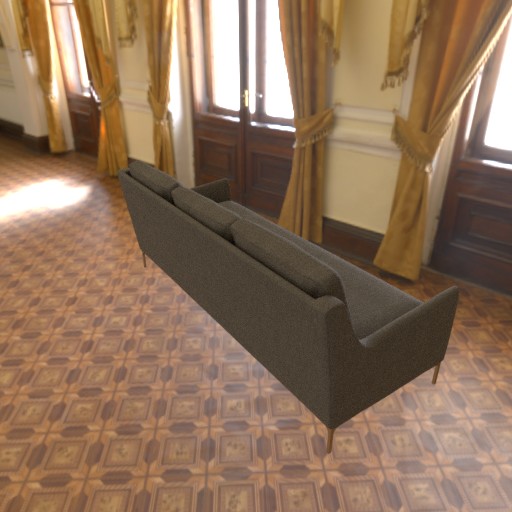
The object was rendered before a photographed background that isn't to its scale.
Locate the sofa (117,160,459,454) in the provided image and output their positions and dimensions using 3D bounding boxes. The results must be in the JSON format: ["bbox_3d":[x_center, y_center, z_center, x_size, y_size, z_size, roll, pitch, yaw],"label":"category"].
[{"bbox_3d":[0.000,0.000,2.567,0.849,0.837,2.060,-17,32,-31],"label":"sofa"}]
